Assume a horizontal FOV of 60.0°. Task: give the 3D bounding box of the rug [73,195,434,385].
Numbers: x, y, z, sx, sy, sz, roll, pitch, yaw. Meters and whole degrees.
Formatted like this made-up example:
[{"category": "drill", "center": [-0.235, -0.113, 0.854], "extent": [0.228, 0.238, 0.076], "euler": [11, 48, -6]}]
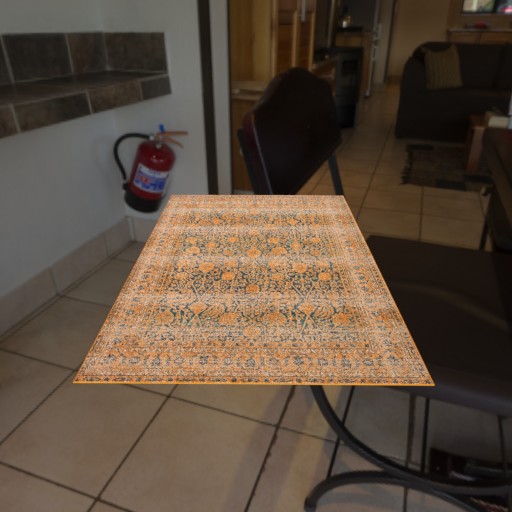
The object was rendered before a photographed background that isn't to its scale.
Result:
[{"category": "rug", "center": [0.000, 0.000, 2.905], "extent": [1.525, 0.007, 2.336], "euler": [0, 27, 1]}]
